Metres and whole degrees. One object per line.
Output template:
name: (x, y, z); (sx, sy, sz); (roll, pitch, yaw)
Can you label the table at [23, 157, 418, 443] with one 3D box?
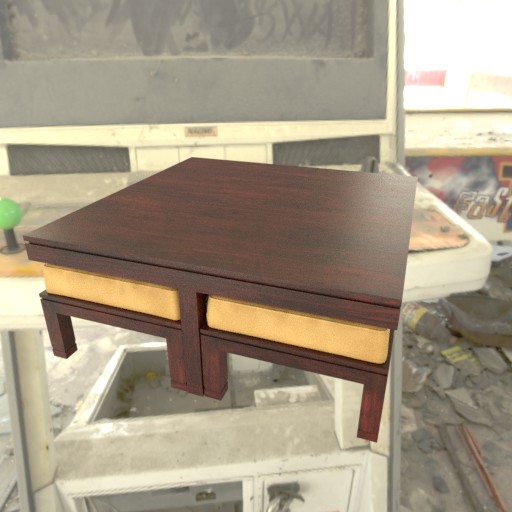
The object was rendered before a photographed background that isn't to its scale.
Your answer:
table: (0.000, 0.000, 1.362); (0.865, 0.356, 0.865); (9, 27, 18)
